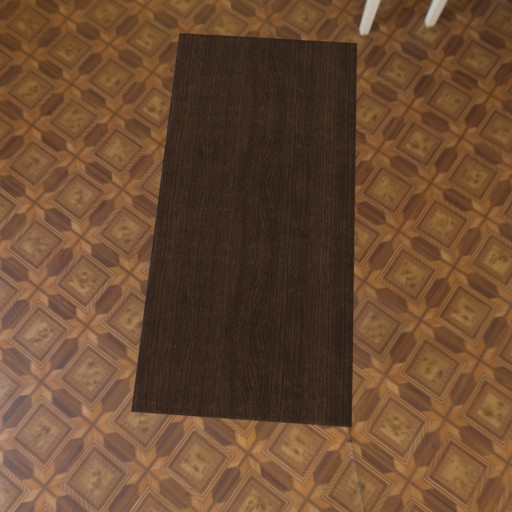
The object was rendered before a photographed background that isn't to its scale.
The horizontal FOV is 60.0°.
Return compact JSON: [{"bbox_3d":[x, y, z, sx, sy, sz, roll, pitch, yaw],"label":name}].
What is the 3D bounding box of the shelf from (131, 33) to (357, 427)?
[{"bbox_3d":[0.000,0.000,1.257,0.390,0.786,0.790,4,76,1],"label":"shelf"}]
